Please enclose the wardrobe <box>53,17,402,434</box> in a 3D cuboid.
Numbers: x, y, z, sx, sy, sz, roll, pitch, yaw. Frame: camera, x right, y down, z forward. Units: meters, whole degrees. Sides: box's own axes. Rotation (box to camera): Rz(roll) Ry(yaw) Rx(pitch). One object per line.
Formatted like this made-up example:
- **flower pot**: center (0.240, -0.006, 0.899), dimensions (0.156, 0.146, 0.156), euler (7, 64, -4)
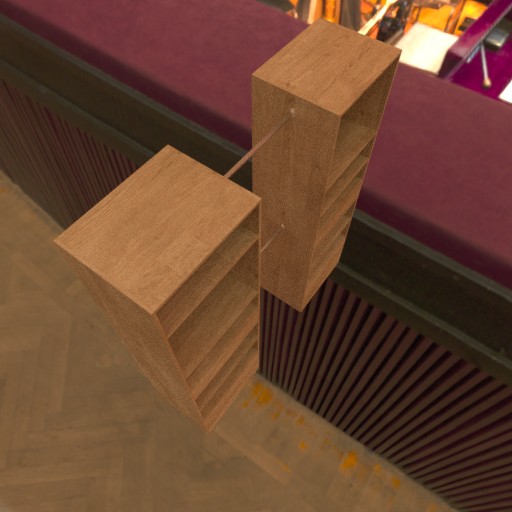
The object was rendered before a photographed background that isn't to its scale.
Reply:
- **wardrobe**: center (0.000, 0.000, 2.721), dimensions (0.480, 2.000, 1.770), euler (32, 63, 19)
